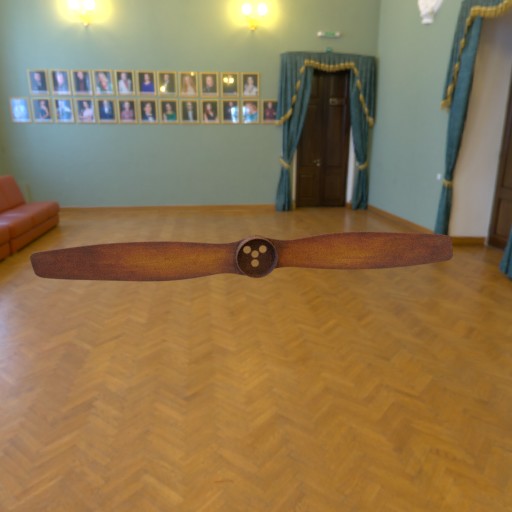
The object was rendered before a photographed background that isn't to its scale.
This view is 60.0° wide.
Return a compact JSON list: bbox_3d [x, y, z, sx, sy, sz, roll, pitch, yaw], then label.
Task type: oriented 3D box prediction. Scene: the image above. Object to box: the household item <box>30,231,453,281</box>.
[{"bbox_3d":[0.000,0.000,1.237,1.181,0.121,0.051,-2,16,-8],"label":"household item"}]
